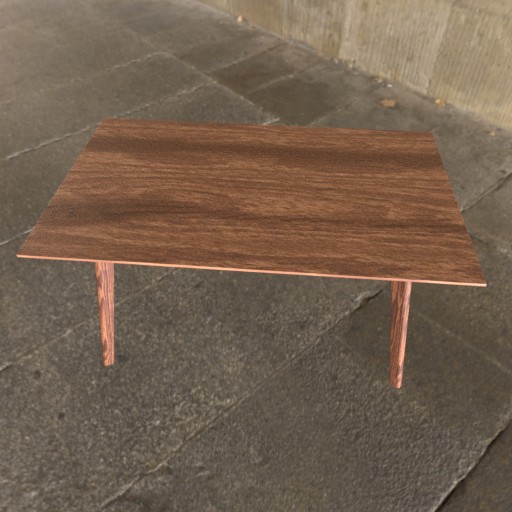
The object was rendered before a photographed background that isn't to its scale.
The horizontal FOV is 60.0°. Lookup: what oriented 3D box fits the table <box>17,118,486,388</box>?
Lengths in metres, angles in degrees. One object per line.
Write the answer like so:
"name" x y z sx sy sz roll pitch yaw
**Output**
"table" 0.000 0.000 1.803 1.349 0.724 0.801 3 46 3
